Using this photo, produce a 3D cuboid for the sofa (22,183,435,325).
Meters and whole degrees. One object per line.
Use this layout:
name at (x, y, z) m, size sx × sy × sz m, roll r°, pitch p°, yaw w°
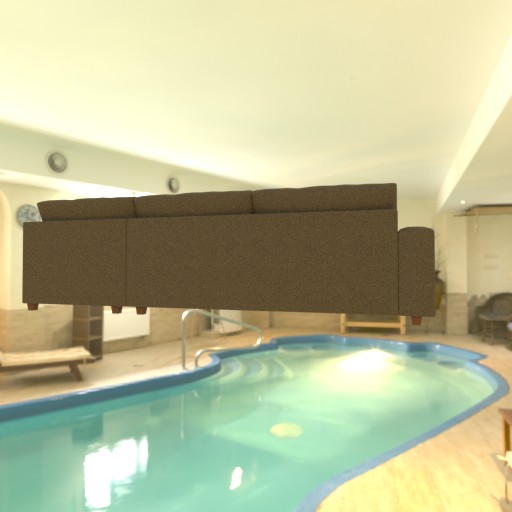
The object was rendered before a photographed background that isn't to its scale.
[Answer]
sofa at (0.000, 0.000, 4.675) m, size 3.277 × 0.965 × 2.895 m, roll 0°, pitch -1°, yaw 17°
